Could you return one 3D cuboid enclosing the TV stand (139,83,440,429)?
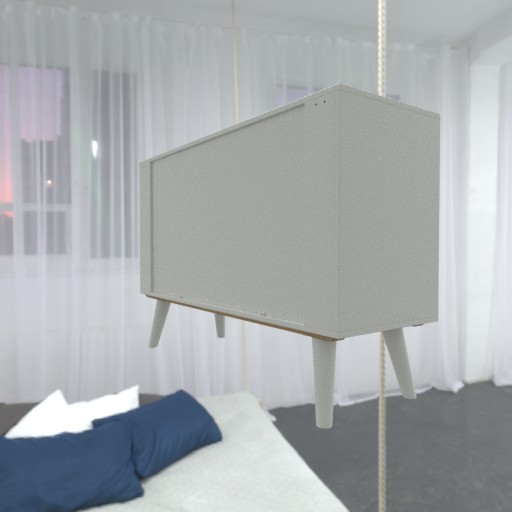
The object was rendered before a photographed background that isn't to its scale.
[{"bbox_3d":[0.000,0.000,1.611,0.406,0.812,1.193,-1,2,-36],"label":"TV stand"}]
